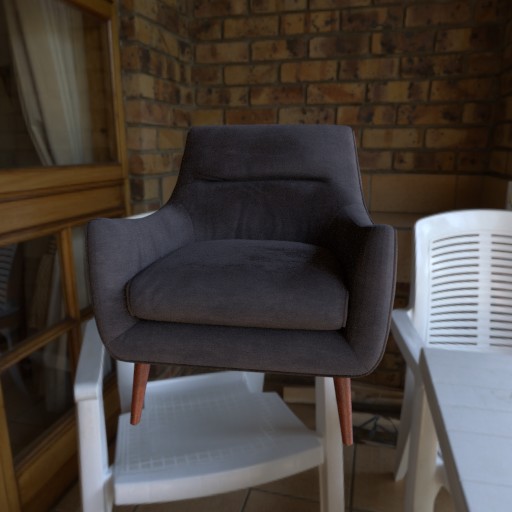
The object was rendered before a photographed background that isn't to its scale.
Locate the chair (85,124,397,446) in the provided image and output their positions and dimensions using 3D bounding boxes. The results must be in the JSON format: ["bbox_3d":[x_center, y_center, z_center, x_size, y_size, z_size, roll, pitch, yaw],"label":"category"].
[{"bbox_3d":[0.000,0.000,1.422,0.762,0.838,0.787,2,14,8],"label":"chair"}]
